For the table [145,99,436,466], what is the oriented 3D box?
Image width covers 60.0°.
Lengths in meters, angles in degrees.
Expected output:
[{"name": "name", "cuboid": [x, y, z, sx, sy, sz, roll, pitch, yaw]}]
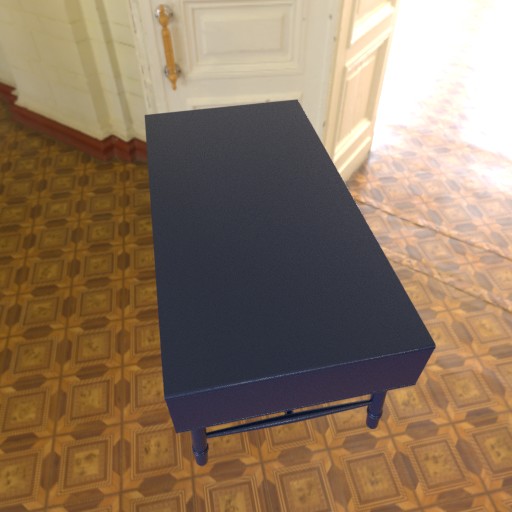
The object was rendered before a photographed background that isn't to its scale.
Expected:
[{"name": "table", "cuboid": [0.000, 0.000, 1.389, 0.572, 0.457, 1.067, -9, 47, -8]}]
